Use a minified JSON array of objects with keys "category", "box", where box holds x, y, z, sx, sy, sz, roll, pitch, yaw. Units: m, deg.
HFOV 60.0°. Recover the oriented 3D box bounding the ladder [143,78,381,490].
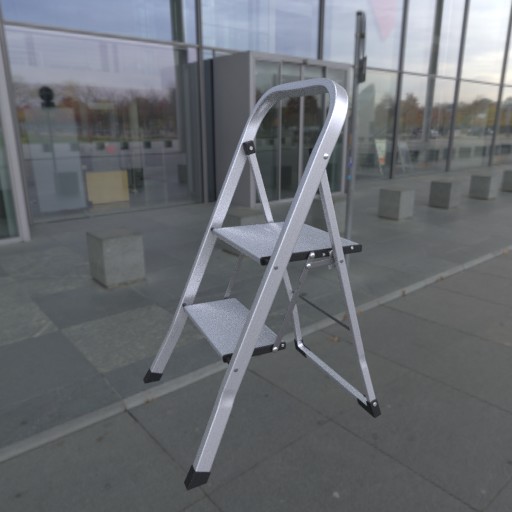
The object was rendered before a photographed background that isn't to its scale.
[{"category":"ladder","box":[0.000,0.000,1.114,0.530,0.830,0.465,-7,18,-24]}]
